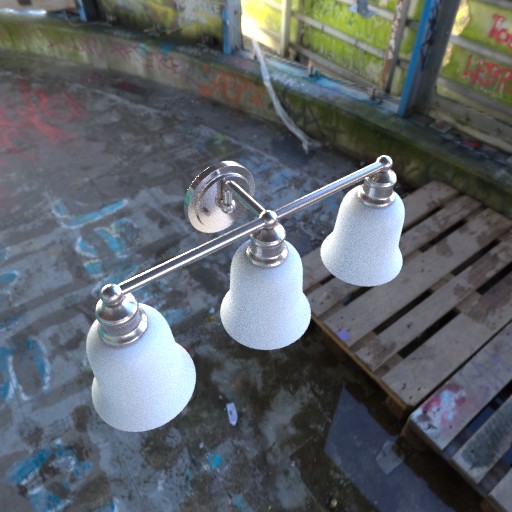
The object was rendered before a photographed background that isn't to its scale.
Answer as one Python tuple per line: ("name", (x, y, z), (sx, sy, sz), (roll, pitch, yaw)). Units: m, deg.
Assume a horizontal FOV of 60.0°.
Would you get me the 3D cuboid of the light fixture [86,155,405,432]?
("light fixture", (0.000, 0.000, 0.651), (0.570, 0.211, 0.198), (-27, 52, -23))
